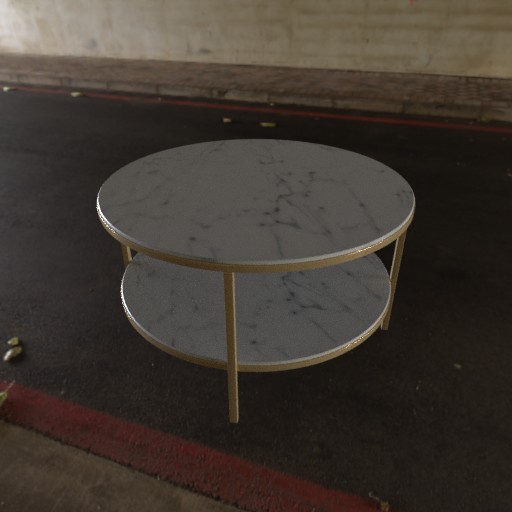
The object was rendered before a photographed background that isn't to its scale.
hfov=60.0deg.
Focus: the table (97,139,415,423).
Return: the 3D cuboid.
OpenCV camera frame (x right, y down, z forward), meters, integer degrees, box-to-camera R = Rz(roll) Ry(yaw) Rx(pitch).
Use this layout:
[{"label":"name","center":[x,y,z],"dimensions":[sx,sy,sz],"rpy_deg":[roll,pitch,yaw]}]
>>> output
[{"label":"table","center":[0.000,0.000,1.276],"dimensions":[0.800,0.450,0.800],"rpy_deg":[0,31,0]}]
